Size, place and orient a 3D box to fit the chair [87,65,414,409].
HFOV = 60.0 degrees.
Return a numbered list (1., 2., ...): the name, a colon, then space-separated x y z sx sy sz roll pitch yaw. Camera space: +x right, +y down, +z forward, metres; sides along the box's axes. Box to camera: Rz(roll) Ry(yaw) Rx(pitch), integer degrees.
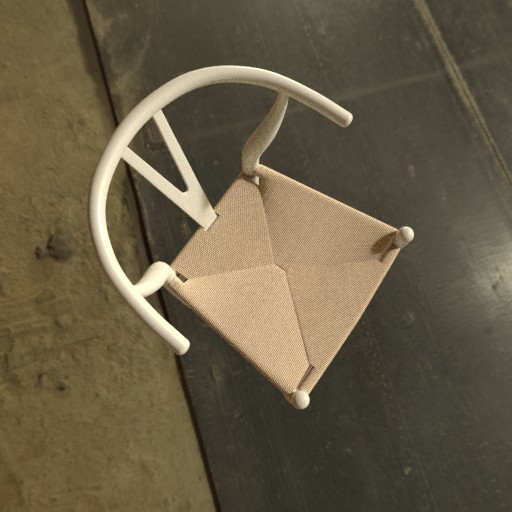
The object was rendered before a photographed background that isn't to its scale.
1. chair: 0.000 0.000 1.104 0.579 0.730 0.569 34 78 8
